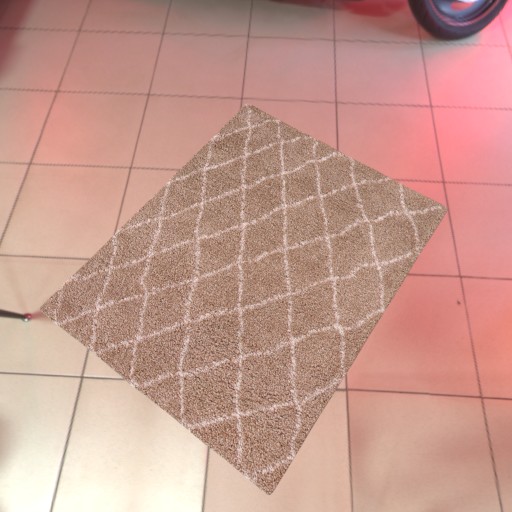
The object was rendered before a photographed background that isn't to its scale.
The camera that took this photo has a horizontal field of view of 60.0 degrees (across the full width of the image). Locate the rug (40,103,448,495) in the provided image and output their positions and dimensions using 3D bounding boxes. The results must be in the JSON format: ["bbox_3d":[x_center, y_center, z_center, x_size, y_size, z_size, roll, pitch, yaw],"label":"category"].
[{"bbox_3d":[0.000,0.000,4.074,2.438,0.029,3.047,32,67,16],"label":"rug"}]
